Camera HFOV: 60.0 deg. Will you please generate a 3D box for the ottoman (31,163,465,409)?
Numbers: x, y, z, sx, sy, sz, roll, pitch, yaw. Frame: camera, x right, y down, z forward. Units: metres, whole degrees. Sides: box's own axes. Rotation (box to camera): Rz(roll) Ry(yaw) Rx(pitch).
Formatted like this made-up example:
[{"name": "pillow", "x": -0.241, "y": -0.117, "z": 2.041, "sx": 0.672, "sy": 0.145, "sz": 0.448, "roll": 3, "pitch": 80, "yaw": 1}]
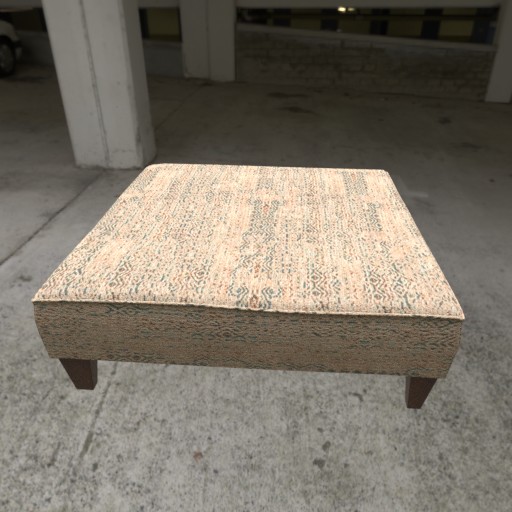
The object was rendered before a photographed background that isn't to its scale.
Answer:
[{"name": "ottoman", "x": 0.000, "y": 0.000, "z": 1.483, "sx": 1.004, "sy": 0.356, "sz": 0.968, "roll": 2, "pitch": 30, "yaw": 4}]
